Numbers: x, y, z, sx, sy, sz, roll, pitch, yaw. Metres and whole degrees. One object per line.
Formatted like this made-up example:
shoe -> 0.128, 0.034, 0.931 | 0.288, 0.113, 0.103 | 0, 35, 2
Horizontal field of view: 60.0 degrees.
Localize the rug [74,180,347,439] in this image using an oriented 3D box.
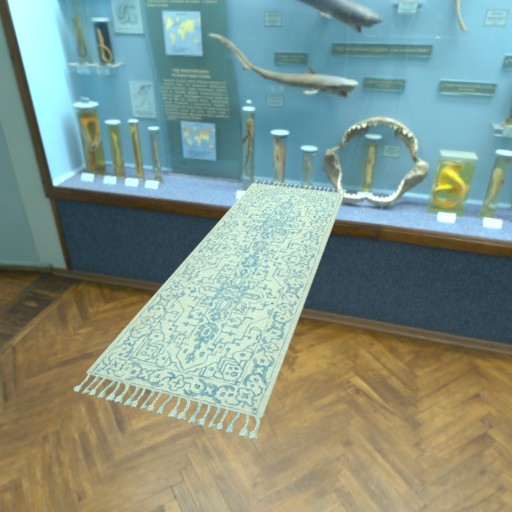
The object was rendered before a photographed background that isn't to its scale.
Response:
rug -> 0.000, 0.000, 2.660 | 0.774, 0.011, 2.449 | 9, 31, 15
